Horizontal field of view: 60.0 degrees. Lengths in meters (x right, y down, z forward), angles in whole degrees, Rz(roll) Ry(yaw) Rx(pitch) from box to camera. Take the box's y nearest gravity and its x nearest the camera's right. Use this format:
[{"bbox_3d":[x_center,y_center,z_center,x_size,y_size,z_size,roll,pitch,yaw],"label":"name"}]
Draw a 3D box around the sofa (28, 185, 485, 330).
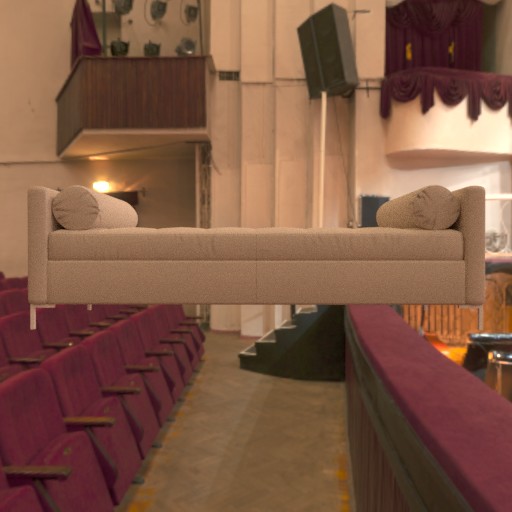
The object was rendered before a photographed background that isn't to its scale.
[{"bbox_3d":[0.000,0.000,2.248,1.981,0.635,0.686,0,1,1],"label":"sofa"}]
